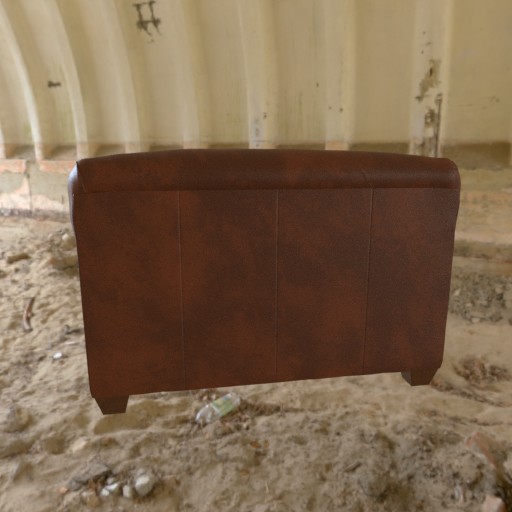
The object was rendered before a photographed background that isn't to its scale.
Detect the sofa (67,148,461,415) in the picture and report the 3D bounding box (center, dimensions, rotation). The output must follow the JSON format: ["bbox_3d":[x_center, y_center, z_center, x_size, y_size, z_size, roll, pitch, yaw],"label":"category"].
[{"bbox_3d":[0.000,0.000,2.062,1.413,0.956,1.000,-2,13,-10],"label":"sofa"}]
